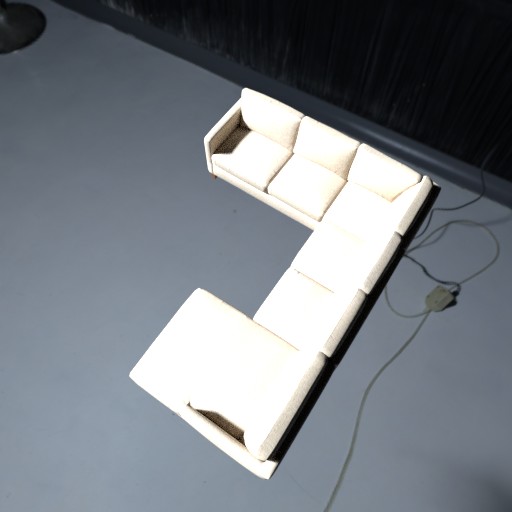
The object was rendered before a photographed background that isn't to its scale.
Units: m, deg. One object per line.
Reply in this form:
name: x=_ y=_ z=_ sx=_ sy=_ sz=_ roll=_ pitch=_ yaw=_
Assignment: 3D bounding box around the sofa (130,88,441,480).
sofa: x=0.000 y=0.000 z=4.700 sx=2.594 sy=0.961 sz=3.460 roll=31 pitch=68 yaw=14
